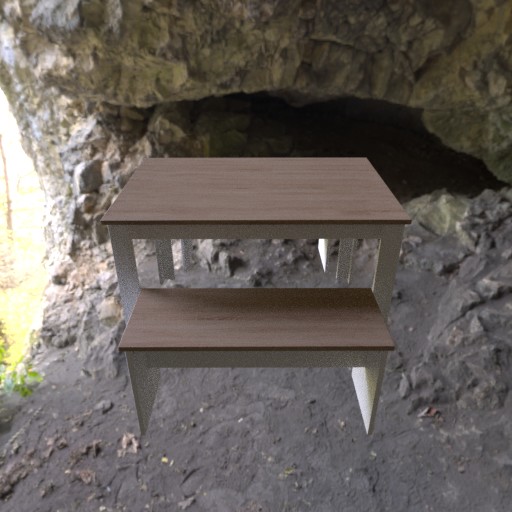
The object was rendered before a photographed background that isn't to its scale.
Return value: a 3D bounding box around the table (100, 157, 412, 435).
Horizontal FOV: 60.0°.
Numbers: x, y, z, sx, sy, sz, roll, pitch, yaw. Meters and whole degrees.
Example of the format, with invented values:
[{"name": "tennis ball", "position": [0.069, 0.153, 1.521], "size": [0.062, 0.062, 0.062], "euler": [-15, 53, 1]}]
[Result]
[{"name": "table", "position": [0.000, 0.000, 2.049], "size": [1.100, 0.700, 1.443], "euler": [0, 30, 0]}]
